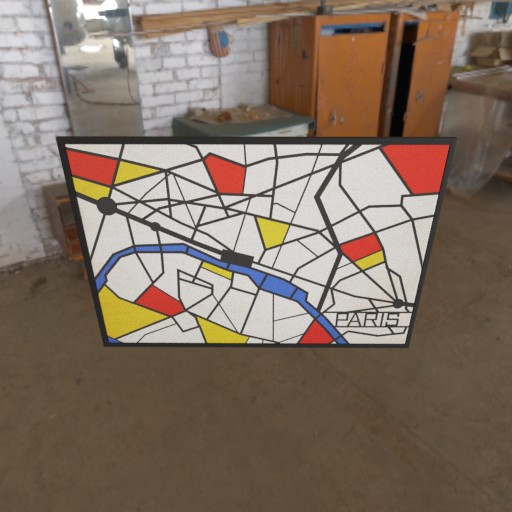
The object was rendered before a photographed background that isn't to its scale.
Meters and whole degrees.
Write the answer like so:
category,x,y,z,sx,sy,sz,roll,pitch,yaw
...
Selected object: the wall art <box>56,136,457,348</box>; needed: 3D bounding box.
category,x,y,z,sx,sy,sz,roll,pitch,yaw
wall art,0.000,0.000,1.237,0.963,0.665,0.013,0,31,0
